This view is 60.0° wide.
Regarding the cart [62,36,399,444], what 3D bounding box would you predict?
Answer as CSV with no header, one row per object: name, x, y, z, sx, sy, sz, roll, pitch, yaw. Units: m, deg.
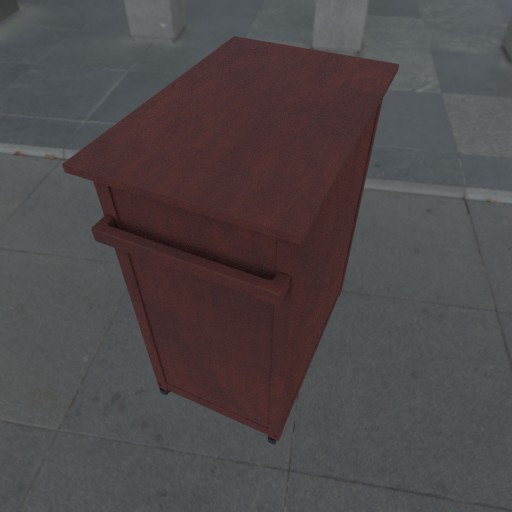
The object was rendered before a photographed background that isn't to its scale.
cart,0.000,0.000,1.214,0.442,0.864,0.683,18,48,17
